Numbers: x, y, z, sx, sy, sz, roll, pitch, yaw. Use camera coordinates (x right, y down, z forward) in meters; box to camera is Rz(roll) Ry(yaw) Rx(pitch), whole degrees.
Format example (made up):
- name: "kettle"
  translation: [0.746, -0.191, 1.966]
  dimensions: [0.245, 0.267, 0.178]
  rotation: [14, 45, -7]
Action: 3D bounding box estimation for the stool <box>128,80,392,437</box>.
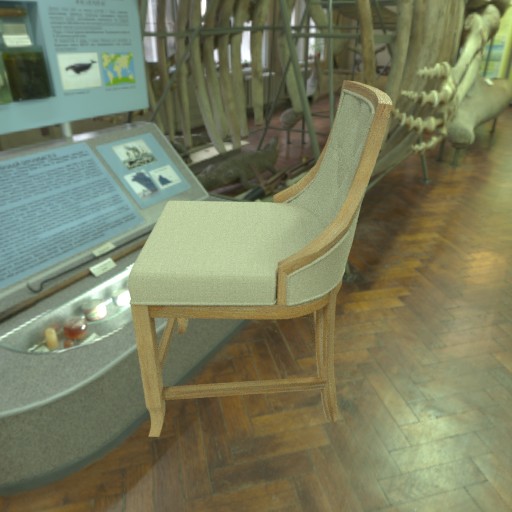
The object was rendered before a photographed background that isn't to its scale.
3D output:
- name: "stool"
  translation: [0.000, 0.000, 1.319]
  dimensions: [0.626, 0.938, 0.524]
  rotation: [0, 27, 1]
